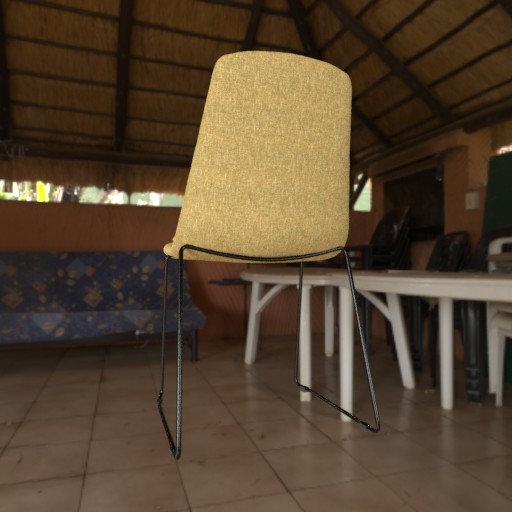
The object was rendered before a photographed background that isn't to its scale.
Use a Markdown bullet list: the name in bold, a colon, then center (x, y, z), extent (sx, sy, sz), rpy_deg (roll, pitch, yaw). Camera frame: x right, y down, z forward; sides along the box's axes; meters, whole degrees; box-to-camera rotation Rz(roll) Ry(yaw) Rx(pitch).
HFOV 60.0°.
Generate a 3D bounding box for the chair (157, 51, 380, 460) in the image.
- **chair**: center (0.000, 0.000, 1.158), extent (0.479, 0.849, 0.496), rpy_deg (0, -1, -18)
